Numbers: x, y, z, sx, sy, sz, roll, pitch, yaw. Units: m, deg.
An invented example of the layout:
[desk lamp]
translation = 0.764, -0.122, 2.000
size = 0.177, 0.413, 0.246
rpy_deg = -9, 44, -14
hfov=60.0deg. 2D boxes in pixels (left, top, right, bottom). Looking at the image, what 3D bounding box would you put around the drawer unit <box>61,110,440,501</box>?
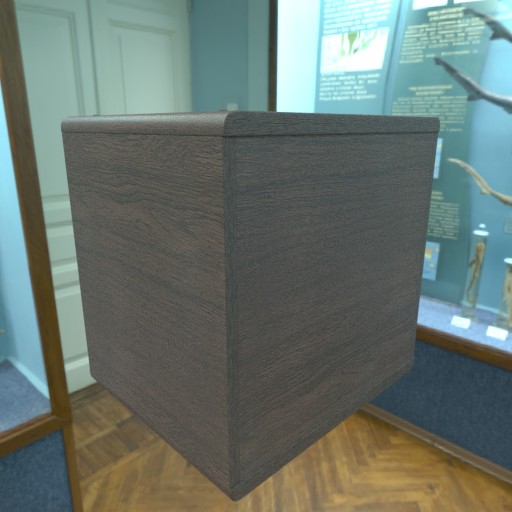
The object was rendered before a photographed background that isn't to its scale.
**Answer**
[drawer unit]
translation = 0.000, 0.000, 0.568
size = 0.344, 0.344, 0.290
rpy_deg = -15, 22, -42
